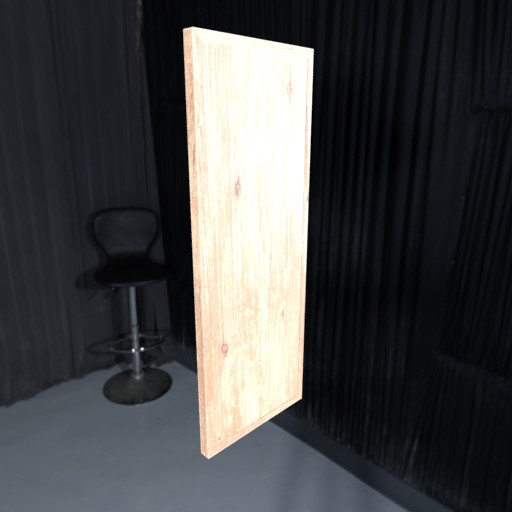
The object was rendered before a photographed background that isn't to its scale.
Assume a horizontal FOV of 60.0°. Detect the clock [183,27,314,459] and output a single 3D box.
[{"bbox_3d":[0.000,0.000,1.088,0.361,0.965,0.030,-16,23,-42],"label":"clock"}]
